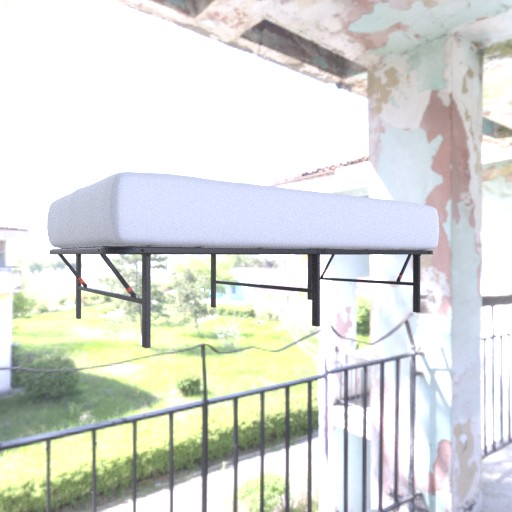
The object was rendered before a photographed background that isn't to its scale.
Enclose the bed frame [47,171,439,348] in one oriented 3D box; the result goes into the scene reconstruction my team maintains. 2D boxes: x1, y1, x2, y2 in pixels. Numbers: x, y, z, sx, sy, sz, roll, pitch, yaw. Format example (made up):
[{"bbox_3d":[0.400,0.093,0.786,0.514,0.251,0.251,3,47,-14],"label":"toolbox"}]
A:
[{"bbox_3d":[0.000,0.000,2.395,1.908,0.640,1.025,0,0,-36],"label":"bed frame"}]
